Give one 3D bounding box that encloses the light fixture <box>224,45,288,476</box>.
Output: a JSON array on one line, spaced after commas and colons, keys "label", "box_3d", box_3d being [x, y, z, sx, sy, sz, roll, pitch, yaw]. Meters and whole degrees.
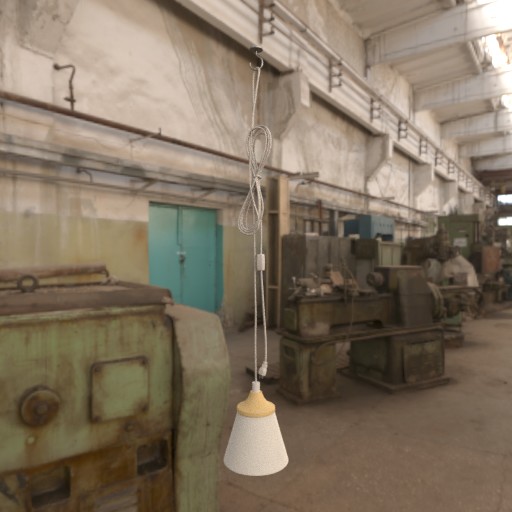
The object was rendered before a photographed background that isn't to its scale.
[{"label": "light fixture", "box_3d": [0.000, 0.000, 1.043, 0.153, 0.966, 0.153, 1, 1, 36]}]
